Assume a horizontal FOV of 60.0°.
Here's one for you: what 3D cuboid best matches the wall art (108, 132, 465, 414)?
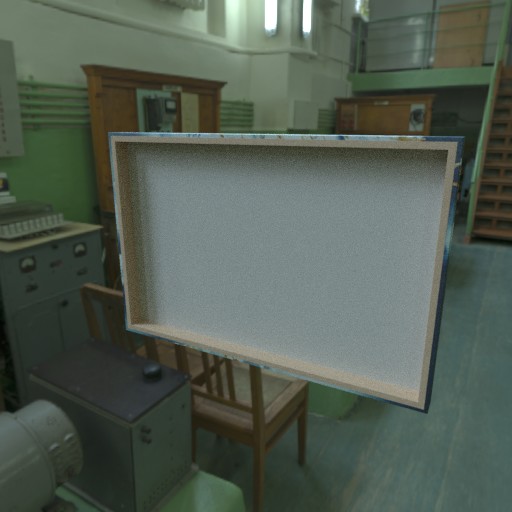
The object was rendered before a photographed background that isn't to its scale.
[{"bbox_3d":[0.000,0.000,0.765,0.607,0.405,0.036,9,19,27],"label":"wall art"}]
